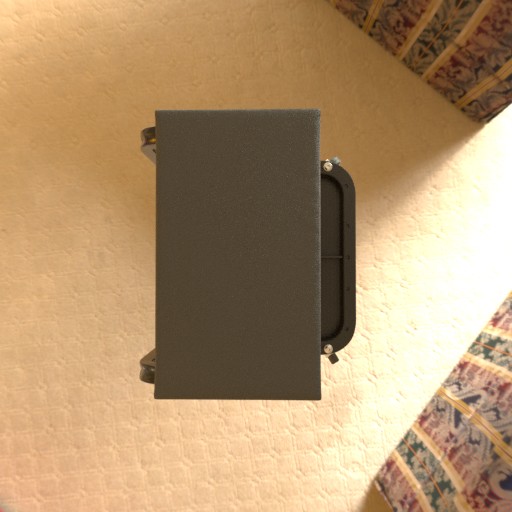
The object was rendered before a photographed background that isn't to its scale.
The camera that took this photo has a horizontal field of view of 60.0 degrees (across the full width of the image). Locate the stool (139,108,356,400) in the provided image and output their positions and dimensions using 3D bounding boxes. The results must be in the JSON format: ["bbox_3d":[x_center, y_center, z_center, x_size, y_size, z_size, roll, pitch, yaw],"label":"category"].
[{"bbox_3d":[0.000,0.000,0.743,0.371,0.380,0.446,0,89,1],"label":"stool"}]
